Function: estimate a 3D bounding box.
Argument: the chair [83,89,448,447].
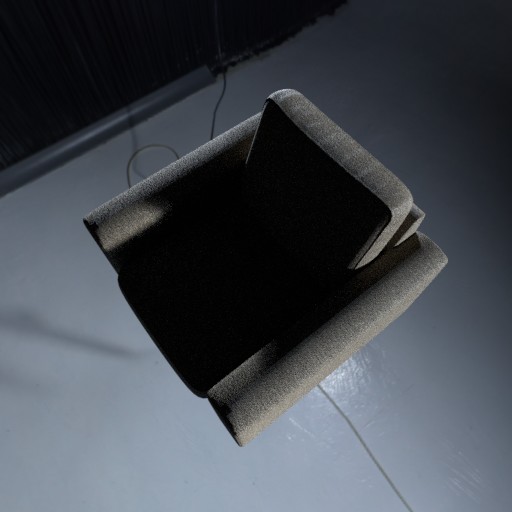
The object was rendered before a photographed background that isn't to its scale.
[{"bbox_3d":[0.000,0.000,1.759,1.016,0.873,1.005,-35,68,-16],"label":"chair"}]
